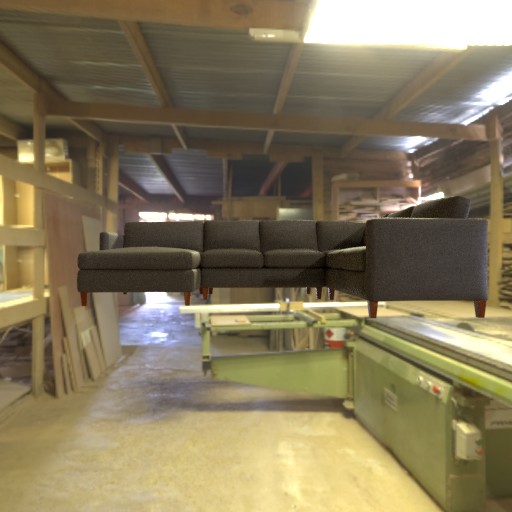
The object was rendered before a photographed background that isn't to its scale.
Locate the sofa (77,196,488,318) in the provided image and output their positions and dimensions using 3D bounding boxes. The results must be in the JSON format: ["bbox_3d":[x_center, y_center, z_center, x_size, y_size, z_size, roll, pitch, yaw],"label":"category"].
[{"bbox_3d":[0.000,0.000,4.541,3.460,0.961,2.594,0,-1,-2],"label":"sofa"}]
